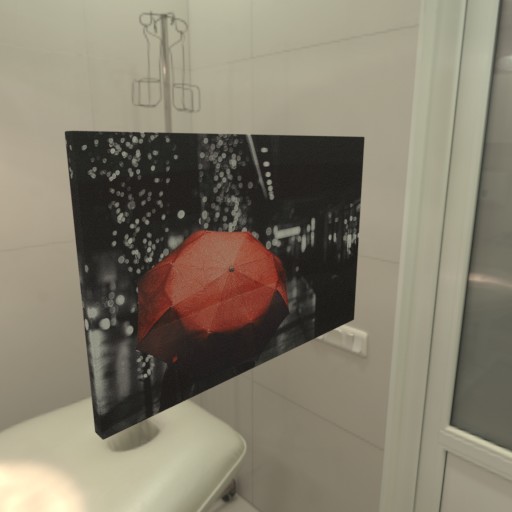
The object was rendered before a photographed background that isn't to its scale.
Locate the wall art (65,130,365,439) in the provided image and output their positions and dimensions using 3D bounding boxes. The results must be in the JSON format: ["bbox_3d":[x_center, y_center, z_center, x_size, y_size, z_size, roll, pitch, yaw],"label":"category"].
[{"bbox_3d":[0.000,0.000,1.154,0.914,0.609,0.038,-14,19,-43],"label":"wall art"}]
